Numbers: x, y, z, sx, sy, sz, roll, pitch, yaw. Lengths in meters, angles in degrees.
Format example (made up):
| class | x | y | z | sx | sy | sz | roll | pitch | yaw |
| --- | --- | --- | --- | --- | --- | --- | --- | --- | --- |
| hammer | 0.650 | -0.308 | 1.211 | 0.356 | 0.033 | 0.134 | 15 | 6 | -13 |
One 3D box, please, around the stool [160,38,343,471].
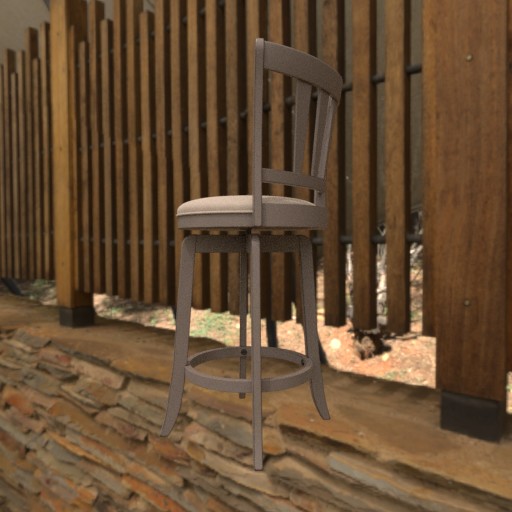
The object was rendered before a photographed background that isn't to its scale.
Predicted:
| class | x | y | z | sx | sy | sz | roll | pitch | yaw |
| --- | --- | --- | --- | --- | --- | --- | --- | --- | --- |
| stool | 0.000 | 0.000 | 1.294 | 0.475 | 1.023 | 0.436 | 1 | 2 | 35 |
